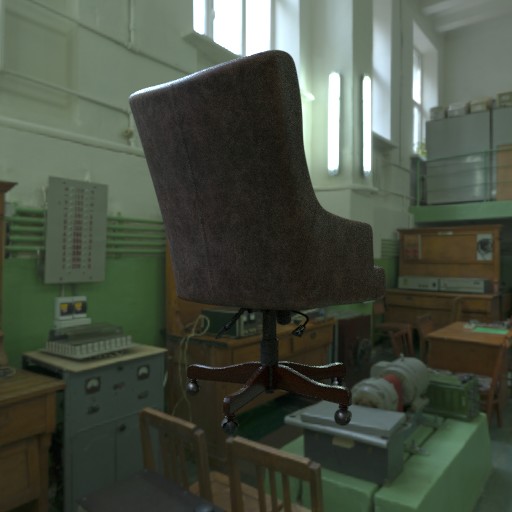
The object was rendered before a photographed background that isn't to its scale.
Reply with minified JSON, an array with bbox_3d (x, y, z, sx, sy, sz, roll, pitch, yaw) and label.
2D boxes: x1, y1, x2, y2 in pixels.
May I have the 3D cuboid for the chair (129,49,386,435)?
[{"bbox_3d":[0.000,0.000,1.482,0.641,1.035,0.762,0,1,36],"label":"chair"}]
